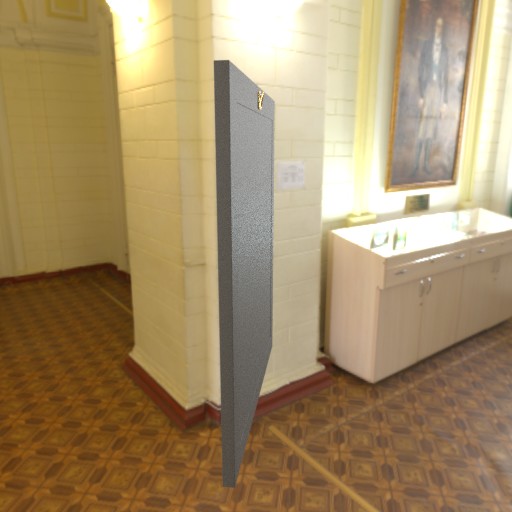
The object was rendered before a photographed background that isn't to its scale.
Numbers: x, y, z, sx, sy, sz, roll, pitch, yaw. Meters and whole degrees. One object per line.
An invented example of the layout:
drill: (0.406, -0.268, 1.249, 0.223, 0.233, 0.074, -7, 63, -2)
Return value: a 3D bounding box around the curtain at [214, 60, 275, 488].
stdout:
curtain: (0.000, 0.000, 0.815, 0.027, 0.585, 0.483, 2, 14, 8)
